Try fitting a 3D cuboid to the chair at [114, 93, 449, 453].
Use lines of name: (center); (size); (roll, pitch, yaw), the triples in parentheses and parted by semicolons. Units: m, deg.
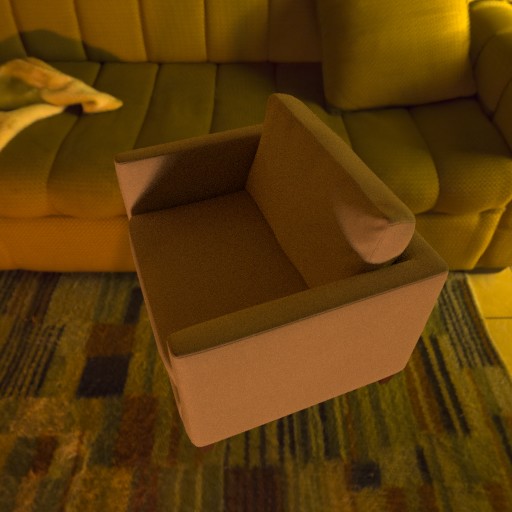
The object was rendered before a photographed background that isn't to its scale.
chair: (0.000, 0.000, 1.846); (0.959, 0.961, 1.107); (-16, 48, -15)
